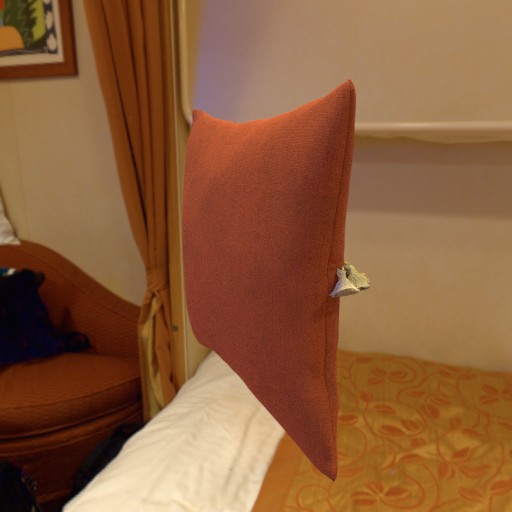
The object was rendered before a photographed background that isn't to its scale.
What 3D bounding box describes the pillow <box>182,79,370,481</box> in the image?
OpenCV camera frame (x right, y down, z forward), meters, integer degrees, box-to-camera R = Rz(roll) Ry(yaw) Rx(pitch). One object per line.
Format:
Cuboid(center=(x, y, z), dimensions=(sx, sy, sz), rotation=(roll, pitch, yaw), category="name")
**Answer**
Cuboid(center=(0.000, 0.000, 0.720), dimensions=(0.165, 0.482, 0.490), rotation=(-7, 16, -27), category="pillow")
